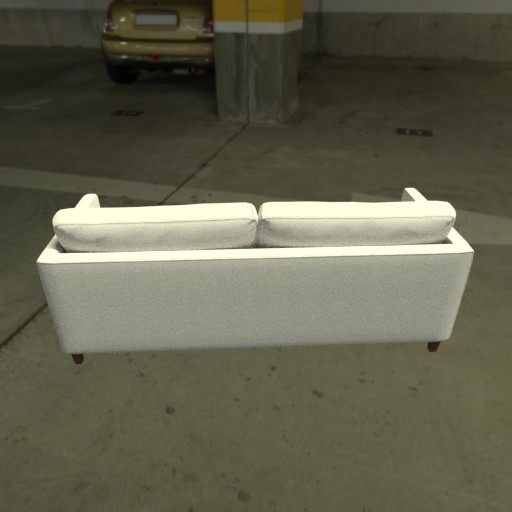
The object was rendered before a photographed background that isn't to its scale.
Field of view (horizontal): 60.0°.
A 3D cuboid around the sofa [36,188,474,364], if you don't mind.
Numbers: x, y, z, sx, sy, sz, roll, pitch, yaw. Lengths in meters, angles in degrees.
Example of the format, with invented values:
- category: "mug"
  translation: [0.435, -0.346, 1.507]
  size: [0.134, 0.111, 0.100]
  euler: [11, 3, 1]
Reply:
- category: "sofa"
  translation: [0.000, 0.000, 2.879]
  size: [2.361, 0.962, 0.951]
  euler: [-1, 31, -2]
